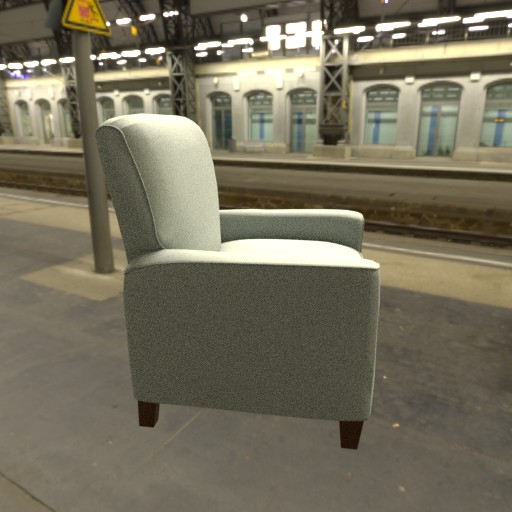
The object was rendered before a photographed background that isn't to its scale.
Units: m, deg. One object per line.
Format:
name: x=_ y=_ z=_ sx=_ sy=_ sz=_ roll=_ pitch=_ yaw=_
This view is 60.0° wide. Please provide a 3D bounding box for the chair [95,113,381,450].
chair: x=0.000 y=0.000 z=1.653 sx=0.846 sy=1.007 sz=0.853 roll=3 pitch=17 yaw=9
